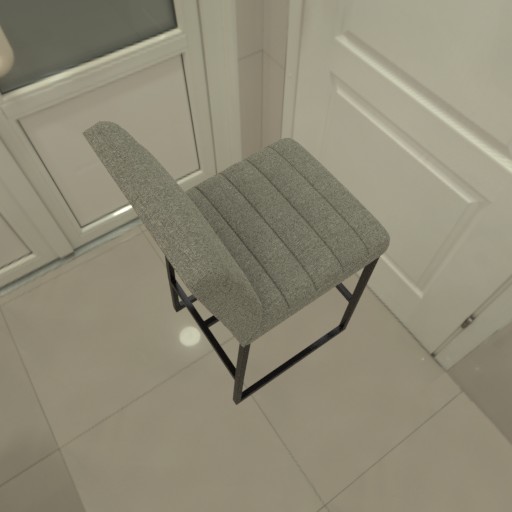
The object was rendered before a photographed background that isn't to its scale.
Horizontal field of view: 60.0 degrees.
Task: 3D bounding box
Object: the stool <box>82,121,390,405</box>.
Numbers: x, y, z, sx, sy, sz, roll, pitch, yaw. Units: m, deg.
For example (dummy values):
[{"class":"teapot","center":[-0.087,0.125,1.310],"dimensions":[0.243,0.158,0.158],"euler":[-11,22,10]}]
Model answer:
[{"class":"stool","center":[0.000,0.000,1.272],"dimensions":[0.560,0.940,0.460],"euler":[-30,64,-17]}]
